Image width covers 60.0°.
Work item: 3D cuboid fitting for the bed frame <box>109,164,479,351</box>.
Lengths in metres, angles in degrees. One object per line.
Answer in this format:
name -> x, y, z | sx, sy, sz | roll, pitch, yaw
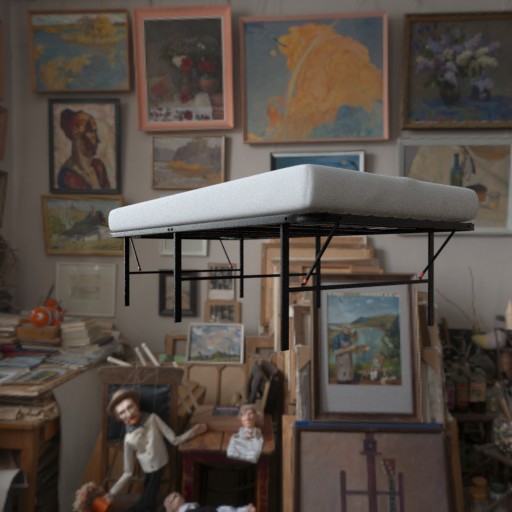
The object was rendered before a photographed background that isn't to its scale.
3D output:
bed frame -> 0.000, 0.000, 2.344 | 0.989, 0.619, 1.903 | 0, 1, -36
